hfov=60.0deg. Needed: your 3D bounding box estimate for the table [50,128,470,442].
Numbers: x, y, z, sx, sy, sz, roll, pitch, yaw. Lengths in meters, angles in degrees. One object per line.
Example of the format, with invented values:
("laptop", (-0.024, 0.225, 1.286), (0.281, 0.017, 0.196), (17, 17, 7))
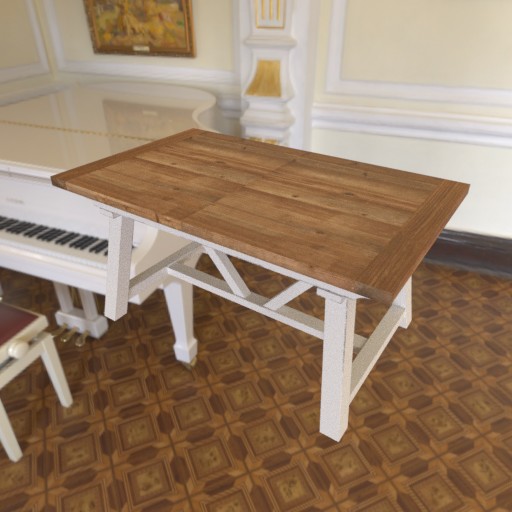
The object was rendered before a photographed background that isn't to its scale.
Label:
("table", (0.000, 0.000, 2.050), (1.503, 0.743, 0.922), (20, 36, 29))
